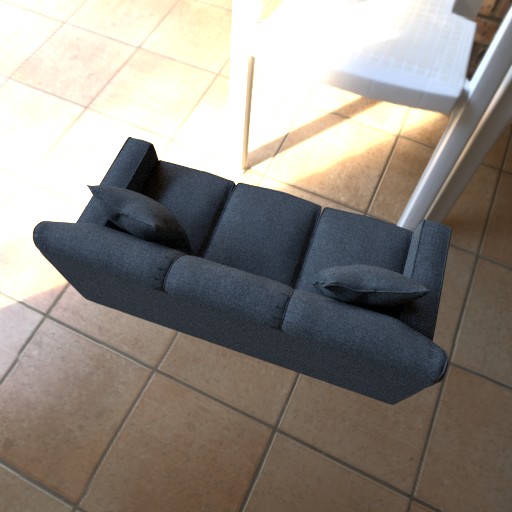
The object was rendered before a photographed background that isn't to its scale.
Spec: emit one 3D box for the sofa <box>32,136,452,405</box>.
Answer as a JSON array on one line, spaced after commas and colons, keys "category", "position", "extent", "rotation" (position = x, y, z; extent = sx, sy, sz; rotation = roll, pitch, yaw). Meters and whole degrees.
[{"category": "sofa", "position": [0.000, 0.000, 2.575], "extent": [2.024, 0.958, 0.997], "rotation": [17, 65, 8]}]
